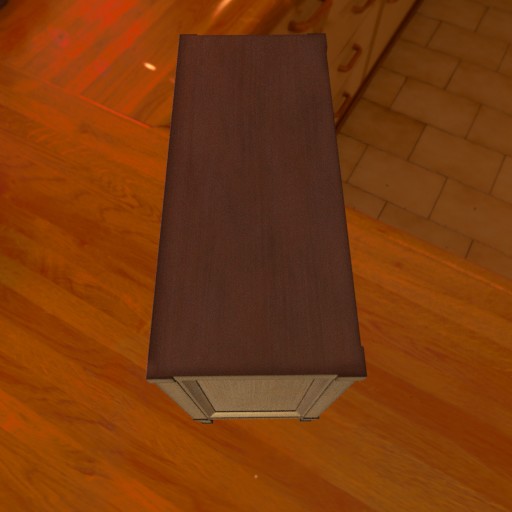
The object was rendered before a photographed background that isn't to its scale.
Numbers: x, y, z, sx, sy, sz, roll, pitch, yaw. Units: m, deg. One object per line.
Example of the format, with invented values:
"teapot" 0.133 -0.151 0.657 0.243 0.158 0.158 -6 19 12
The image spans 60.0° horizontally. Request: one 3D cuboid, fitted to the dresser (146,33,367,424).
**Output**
"dresser" 0.000 0.000 1.581 0.463 0.986 1.049 -1 64 0
